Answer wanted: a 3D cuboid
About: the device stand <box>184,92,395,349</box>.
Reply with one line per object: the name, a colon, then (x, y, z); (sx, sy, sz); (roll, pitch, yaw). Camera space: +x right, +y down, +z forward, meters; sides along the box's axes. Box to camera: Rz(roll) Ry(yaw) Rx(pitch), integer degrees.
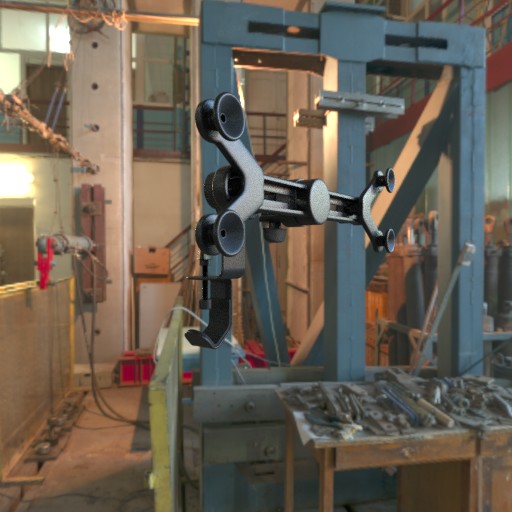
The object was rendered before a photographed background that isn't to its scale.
device stand: (0.000, 0.000, 0.361); (0.142, 0.166, 0.270); (1, 1, 35)
